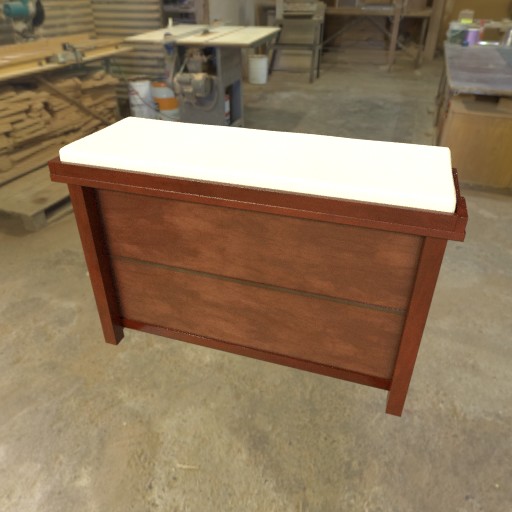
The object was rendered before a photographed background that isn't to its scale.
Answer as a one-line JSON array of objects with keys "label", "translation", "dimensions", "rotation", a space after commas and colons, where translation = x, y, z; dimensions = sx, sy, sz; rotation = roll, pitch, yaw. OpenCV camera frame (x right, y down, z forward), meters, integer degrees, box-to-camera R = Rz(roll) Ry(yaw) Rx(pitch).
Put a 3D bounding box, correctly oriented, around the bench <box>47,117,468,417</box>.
[{"label": "bench", "translation": [0.000, 0.000, 1.285], "dimensions": [0.987, 0.646, 0.369], "rotation": [10, 33, 15]}]
